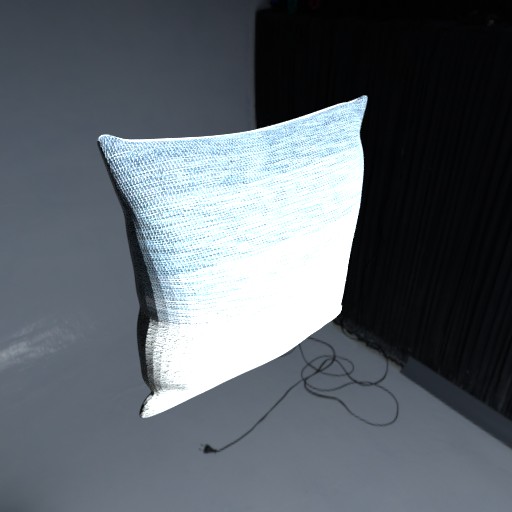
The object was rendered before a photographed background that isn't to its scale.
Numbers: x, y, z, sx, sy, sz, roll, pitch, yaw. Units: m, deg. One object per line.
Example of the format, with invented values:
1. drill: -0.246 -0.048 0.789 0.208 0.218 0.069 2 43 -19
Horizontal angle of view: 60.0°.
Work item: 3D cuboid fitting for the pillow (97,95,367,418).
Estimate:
1. pillow: 0.000 0.000 0.687 0.440 0.441 0.182 -21 36 -31
